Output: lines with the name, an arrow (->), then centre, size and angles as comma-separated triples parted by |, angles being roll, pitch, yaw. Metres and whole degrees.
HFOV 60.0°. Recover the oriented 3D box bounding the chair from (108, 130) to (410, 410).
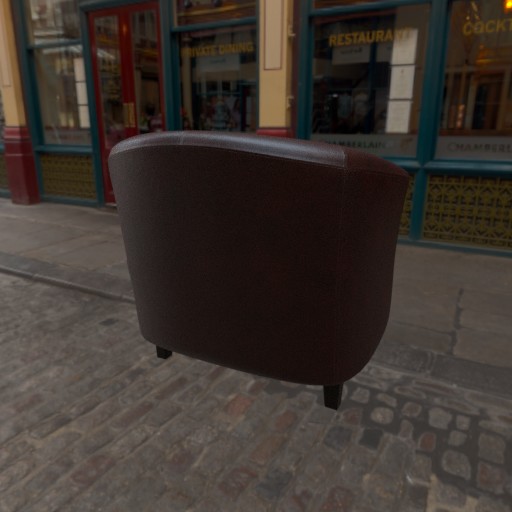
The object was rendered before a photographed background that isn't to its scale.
chair -> 0.000, 0.000, 1.397 | 0.792, 0.756, 0.727 | 8, 17, 27
